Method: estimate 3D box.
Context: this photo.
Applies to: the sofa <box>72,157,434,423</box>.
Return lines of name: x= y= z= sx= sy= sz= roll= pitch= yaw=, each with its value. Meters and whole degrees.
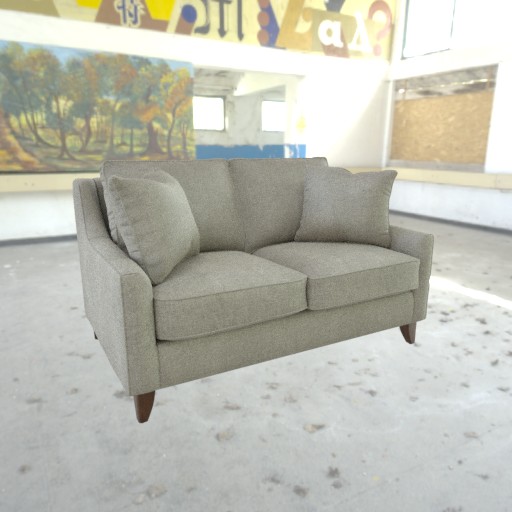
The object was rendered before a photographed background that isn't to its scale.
sofa: x=0.000 y=0.000 z=2.035 sx=1.422 sy=0.863 sz=0.915 roll=-8 pitch=16 yaw=-28
